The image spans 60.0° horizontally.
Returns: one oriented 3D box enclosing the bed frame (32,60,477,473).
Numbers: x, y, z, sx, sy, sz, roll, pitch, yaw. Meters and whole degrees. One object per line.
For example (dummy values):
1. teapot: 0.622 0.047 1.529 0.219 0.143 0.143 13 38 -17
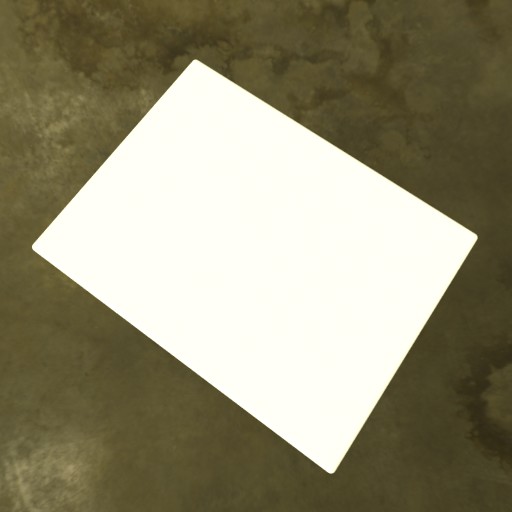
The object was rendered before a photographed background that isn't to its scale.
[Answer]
1. bed frame: 0.000 0.000 2.823 2.072 0.659 1.557 35 78 8
